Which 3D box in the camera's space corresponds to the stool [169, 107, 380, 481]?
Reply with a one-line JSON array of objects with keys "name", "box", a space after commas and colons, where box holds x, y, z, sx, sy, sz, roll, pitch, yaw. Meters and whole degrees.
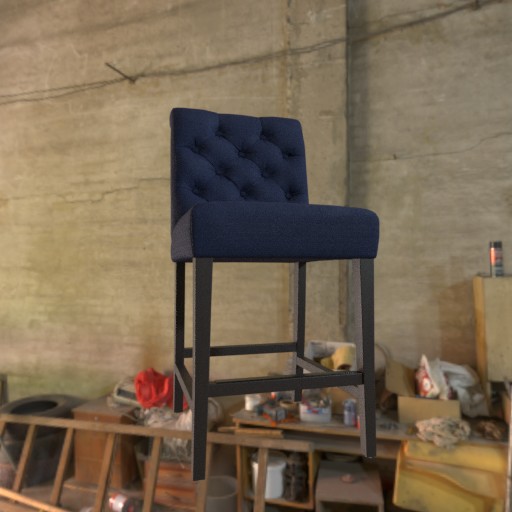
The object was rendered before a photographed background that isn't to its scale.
[{"name": "stool", "box": [0.000, 0.000, 1.318, 0.493, 1.010, 0.601, 0, -1, -16]}]
